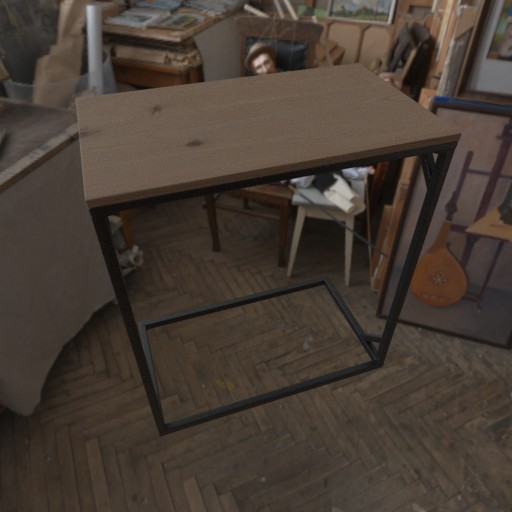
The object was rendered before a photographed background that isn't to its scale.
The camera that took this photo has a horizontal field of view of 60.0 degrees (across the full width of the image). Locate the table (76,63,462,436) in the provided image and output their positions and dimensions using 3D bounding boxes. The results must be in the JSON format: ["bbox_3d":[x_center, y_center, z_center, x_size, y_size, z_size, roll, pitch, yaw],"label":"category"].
[{"bbox_3d":[0.000,0.000,1.007,0.597,0.673,0.351,-13,44,-14],"label":"table"}]
